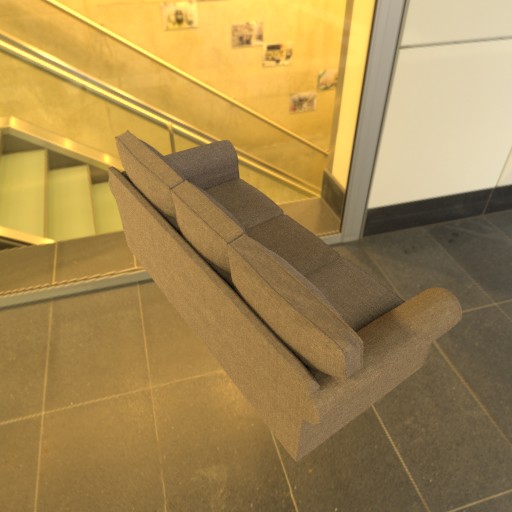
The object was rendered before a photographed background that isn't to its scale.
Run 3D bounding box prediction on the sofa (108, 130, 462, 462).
[{"bbox_3d":[0.000,0.000,2.572,0.916,0.961,2.084,-25,47,-26],"label":"sofa"}]
